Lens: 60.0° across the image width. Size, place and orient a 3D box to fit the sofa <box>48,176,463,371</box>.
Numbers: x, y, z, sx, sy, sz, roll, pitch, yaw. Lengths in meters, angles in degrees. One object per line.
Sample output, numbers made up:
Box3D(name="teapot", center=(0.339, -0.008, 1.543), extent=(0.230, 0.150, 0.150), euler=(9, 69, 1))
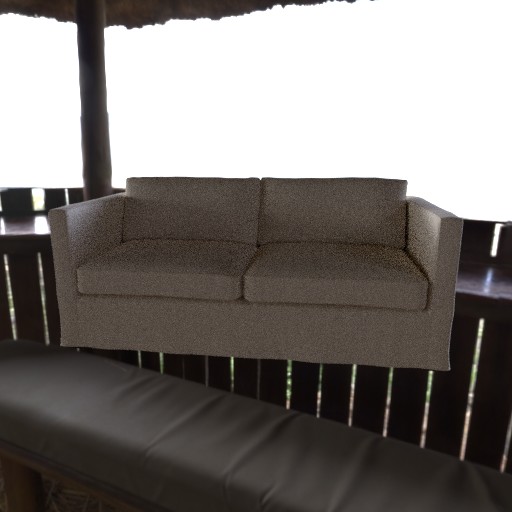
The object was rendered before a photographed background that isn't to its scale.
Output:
Box3D(name="sofa", center=(0.000, 0.000, 2.552), extent=(1.987, 0.870, 0.940), euler=(2, 14, 8))
